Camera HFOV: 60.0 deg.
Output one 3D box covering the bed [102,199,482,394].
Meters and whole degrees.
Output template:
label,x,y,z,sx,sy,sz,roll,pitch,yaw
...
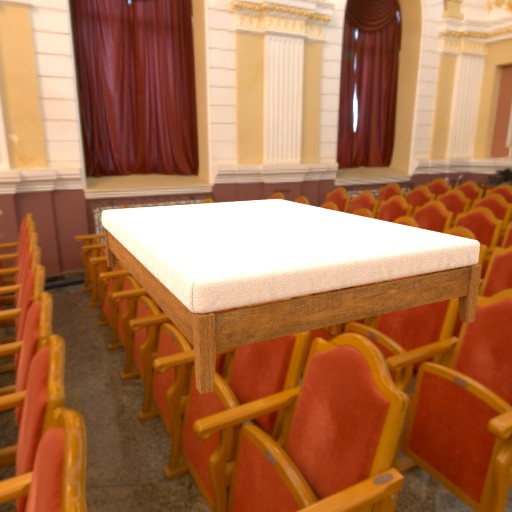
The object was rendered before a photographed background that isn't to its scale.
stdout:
label,x,y,z,sx,sy,sz,roll,pitch,yaw
bed,0.000,0.000,2.783,1.536,0.431,2.016,-7,16,-26
